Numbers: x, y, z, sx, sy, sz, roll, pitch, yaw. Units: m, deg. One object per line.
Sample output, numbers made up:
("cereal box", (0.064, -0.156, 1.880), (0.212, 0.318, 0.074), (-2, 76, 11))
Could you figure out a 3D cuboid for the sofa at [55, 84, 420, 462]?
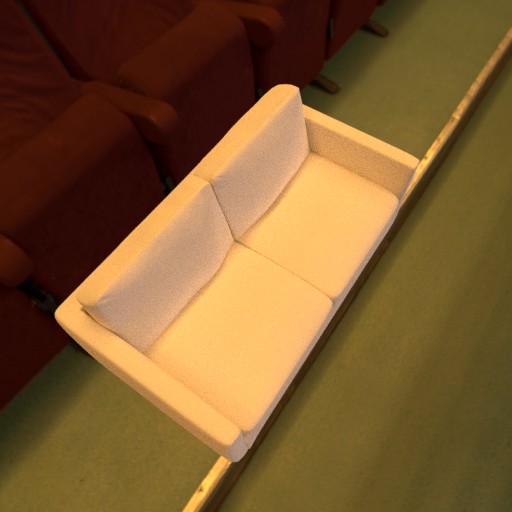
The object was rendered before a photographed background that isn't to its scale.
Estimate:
("sofa", (0.000, 0.000, 2.279), (0.964, 0.888, 1.702), (31, 65, 16))
